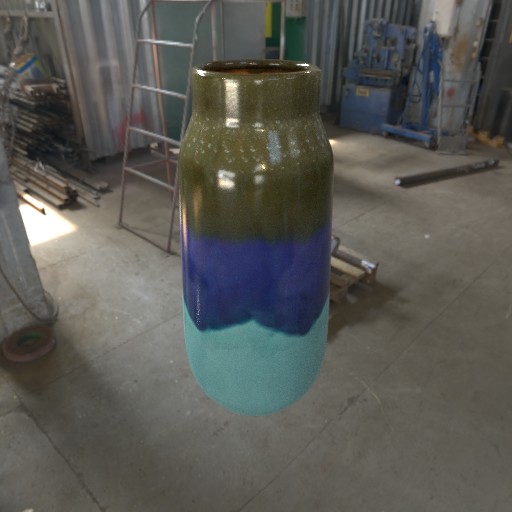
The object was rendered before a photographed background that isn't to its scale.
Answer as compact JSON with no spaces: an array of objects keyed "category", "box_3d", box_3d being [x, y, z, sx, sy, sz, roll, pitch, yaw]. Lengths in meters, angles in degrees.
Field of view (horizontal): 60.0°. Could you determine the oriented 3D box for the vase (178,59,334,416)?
[{"category":"vase","box_3d":[0.000,0.000,0.394,0.139,0.313,0.139,0,30,0]}]
